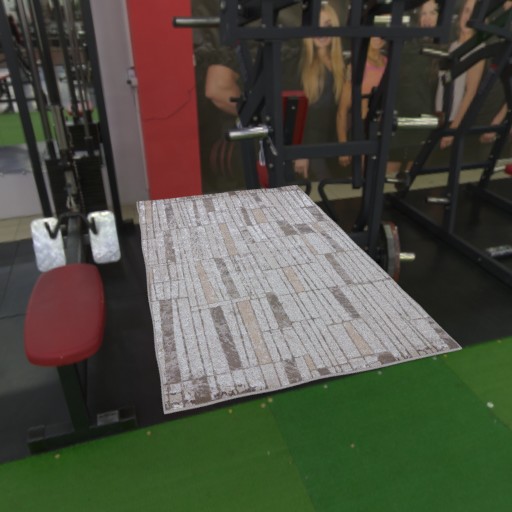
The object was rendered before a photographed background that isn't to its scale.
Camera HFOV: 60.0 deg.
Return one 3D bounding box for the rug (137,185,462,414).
[{"bbox_3d":[0.000,0.000,3.124,1.531,0.023,2.444,-8,31,-14],"label":"rug"}]
